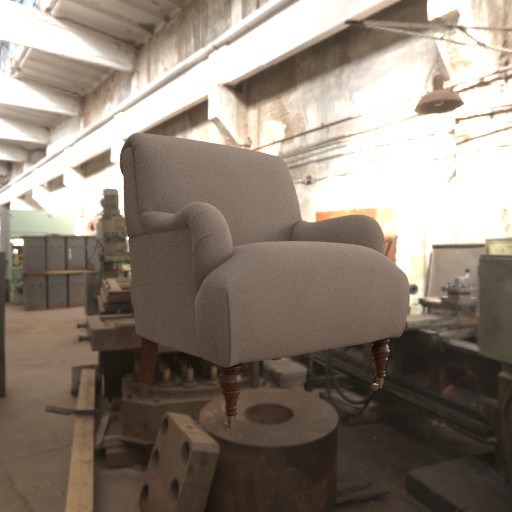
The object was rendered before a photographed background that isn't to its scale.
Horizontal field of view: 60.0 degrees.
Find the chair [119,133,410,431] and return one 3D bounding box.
[{"bbox_3d":[0.000,0.000,1.608,0.766,0.942,0.842,0,0,-36],"label":"chair"}]
